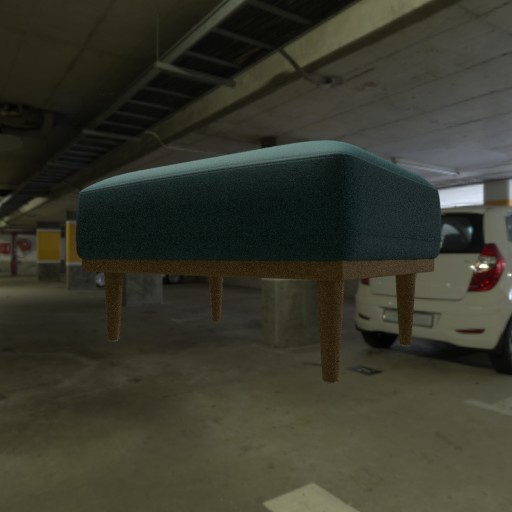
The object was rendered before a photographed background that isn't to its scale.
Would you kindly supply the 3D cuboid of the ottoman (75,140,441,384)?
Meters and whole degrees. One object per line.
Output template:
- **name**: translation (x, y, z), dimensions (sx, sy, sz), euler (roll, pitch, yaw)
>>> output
- **ottoman**: translation (0.000, 0.000, 1.090), dimensions (0.749, 0.428, 0.549), euler (0, 0, 37)
